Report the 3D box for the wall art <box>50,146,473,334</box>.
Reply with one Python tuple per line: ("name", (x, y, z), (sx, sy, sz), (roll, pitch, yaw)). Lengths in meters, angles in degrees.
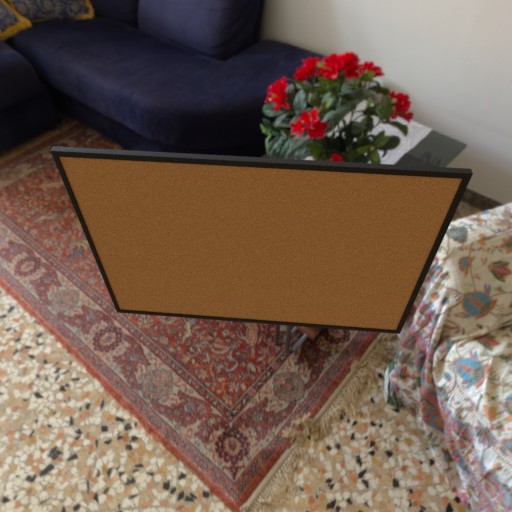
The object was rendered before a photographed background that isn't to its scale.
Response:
("wall art", (0.000, 0.000, 0.870), (0.664, 0.458, 0.013), (4, 49, 3))
